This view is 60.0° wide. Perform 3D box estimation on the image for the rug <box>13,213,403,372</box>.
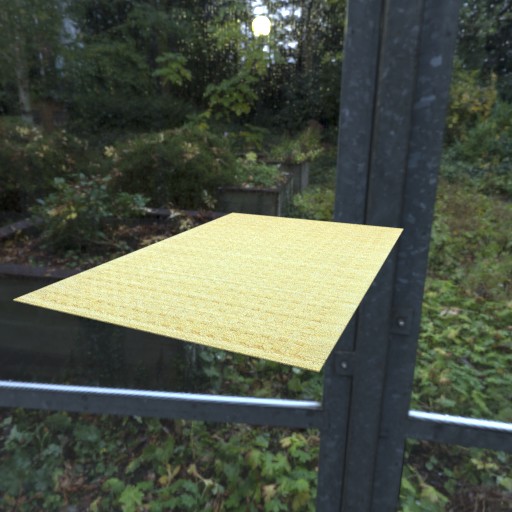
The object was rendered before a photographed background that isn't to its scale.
[{"bbox_3d":[0.000,0.000,2.823,1.524,0.006,2.286,8,19,23],"label":"rug"}]
